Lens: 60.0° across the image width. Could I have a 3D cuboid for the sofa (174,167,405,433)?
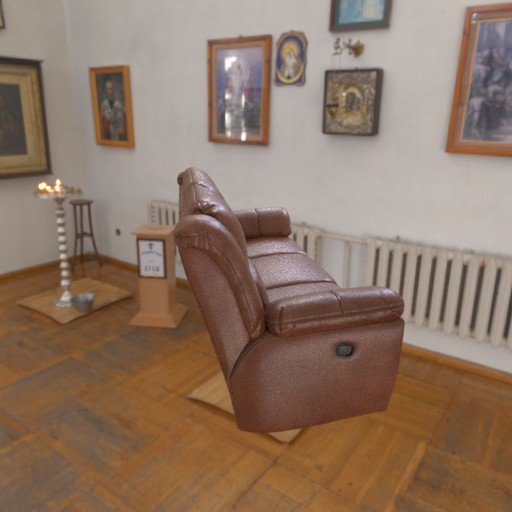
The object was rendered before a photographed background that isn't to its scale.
[{"bbox_3d":[0.000,0.000,2.889,0.991,1.043,2.337,-3,16,-9],"label":"sofa"}]
